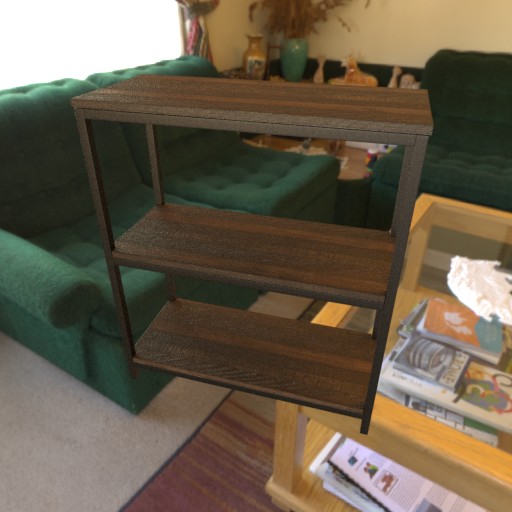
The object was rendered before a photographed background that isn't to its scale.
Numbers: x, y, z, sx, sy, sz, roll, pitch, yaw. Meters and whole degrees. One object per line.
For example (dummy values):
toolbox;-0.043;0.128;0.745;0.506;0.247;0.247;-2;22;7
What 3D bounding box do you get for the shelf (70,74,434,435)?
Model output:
shelf;0.000;0.000;1.351;0.822;0.947;0.352;9;33;14
